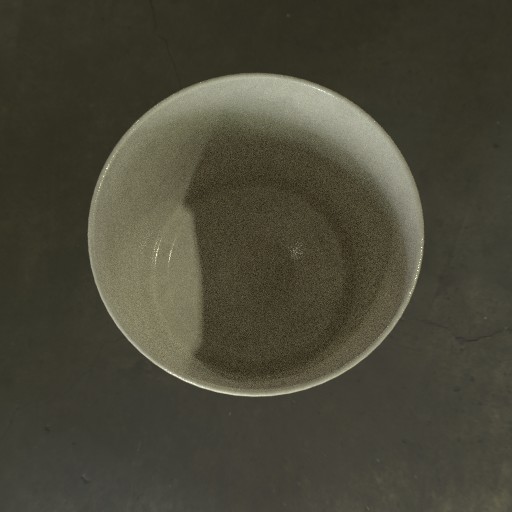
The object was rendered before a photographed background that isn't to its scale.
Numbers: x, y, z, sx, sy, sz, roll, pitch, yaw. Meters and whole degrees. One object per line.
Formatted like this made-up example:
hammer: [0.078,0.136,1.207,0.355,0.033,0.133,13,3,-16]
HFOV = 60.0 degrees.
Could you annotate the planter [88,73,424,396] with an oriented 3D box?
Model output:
planter: [0.000,0.000,0.338,0.190,0.181,0.190,0,77,0]
